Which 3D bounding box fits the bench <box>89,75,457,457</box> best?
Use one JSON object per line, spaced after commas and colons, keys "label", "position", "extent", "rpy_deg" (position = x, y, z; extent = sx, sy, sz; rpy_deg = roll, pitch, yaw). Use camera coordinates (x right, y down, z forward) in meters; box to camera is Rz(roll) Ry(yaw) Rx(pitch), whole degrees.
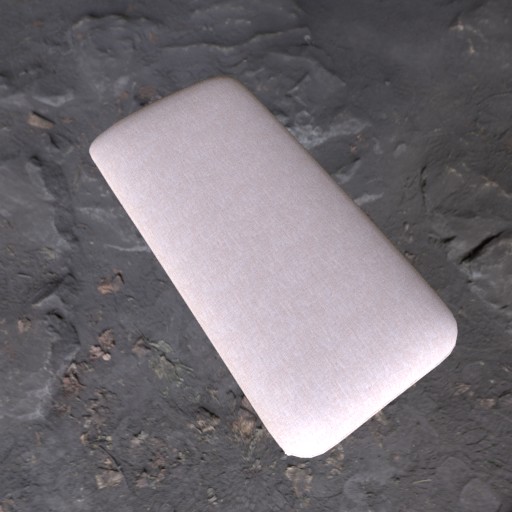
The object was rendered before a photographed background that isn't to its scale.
{"label": "bench", "position": [0.000, 0.000, 1.230], "extent": [0.483, 0.483, 0.991], "rpy_deg": [-32, 68, -14]}
